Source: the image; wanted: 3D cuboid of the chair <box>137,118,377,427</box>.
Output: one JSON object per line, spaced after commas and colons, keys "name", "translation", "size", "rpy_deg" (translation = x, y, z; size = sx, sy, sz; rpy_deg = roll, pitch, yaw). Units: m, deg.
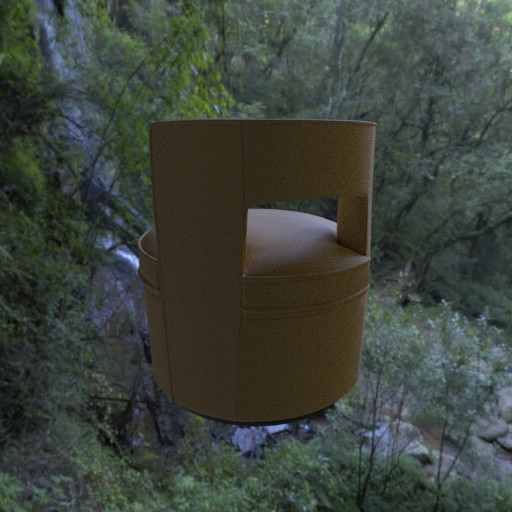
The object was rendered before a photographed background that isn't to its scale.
{"name": "chair", "translation": [0.000, 0.000, 1.257], "size": [0.650, 0.723, 0.665], "rpy_deg": [-8, 17, -26]}
